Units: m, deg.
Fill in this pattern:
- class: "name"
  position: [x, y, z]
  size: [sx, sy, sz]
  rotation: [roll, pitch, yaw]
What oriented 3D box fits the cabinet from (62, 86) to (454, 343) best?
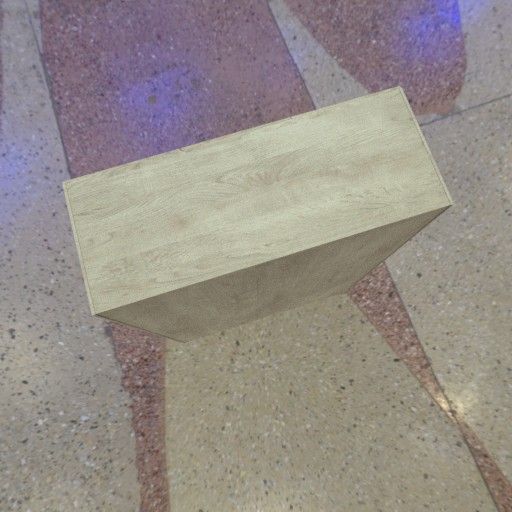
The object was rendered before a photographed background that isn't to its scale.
- class: "cabinet"
  position: [0.000, 0.000, 2.487]
  size: [1.290, 1.910, 0.510]
  rotation: [-17, 77, -4]
